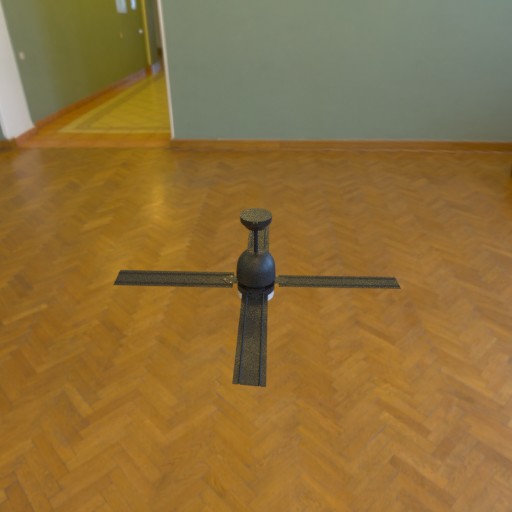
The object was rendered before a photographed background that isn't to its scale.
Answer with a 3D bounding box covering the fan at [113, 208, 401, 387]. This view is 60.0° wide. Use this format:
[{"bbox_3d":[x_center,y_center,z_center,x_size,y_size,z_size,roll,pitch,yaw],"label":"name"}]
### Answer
[{"bbox_3d":[0.000,0.000,2.012,1.319,0.410,1.319,0,30,0],"label":"fan"}]
